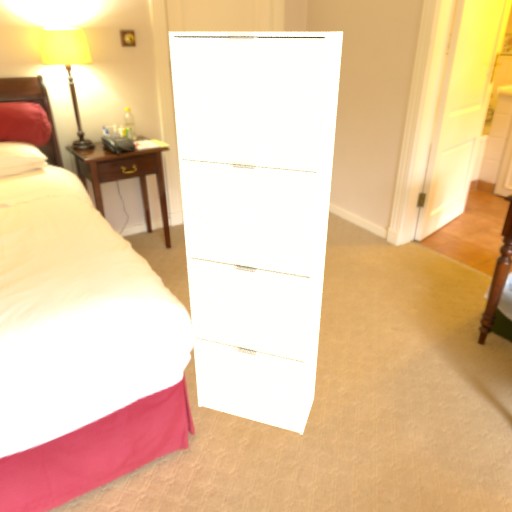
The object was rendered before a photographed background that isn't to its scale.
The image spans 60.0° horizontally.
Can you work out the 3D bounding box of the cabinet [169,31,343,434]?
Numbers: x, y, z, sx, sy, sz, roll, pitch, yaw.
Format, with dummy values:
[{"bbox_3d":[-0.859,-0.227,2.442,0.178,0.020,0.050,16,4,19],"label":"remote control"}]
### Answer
[{"bbox_3d":[0.000,0.000,1.804,0.520,1.630,0.255,9,28,17],"label":"cabinet"}]
